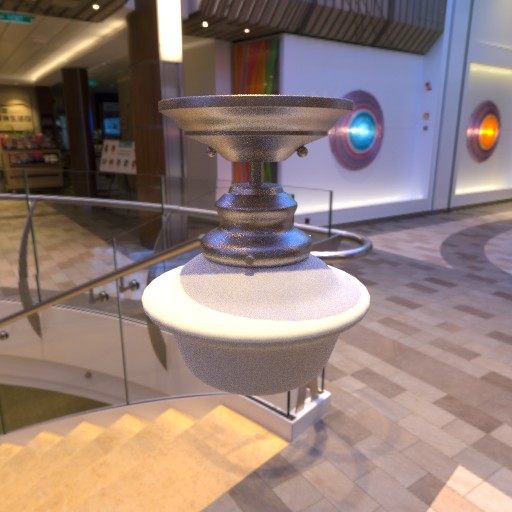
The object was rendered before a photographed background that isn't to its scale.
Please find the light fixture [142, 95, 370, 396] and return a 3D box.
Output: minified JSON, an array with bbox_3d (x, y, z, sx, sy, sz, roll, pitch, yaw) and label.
[{"bbox_3d":[0.000,0.000,0.388,0.199,0.254,0.199,0,15,0],"label":"light fixture"}]
